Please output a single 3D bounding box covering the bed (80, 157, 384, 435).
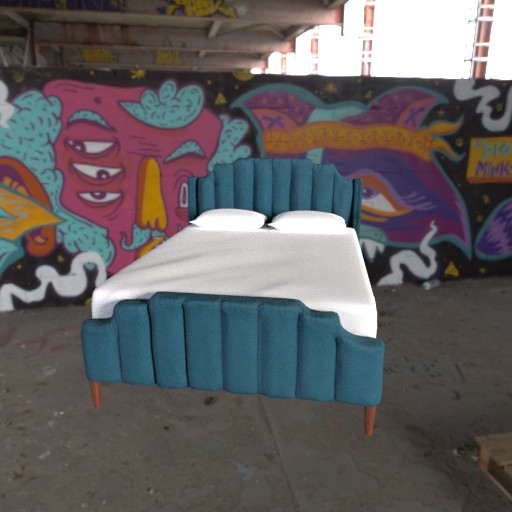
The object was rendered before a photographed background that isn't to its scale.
[{"bbox_3d":[0.000,0.000,3.370,1.676,1.351,2.322,2,16,9],"label":"bed"}]
